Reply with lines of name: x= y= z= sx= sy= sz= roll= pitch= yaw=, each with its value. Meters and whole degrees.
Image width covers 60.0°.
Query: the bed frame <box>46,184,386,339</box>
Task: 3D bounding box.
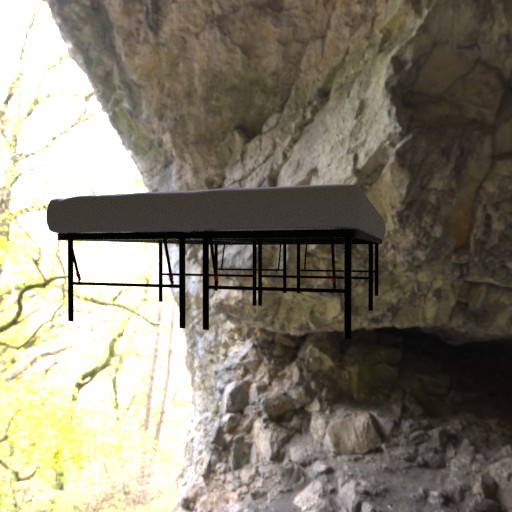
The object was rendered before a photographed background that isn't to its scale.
bed frame: x=0.000 y=0.000 z=2.964 sx=1.584 sy=0.667 sz=2.151 roll=0 pitch=1 yaw=19
